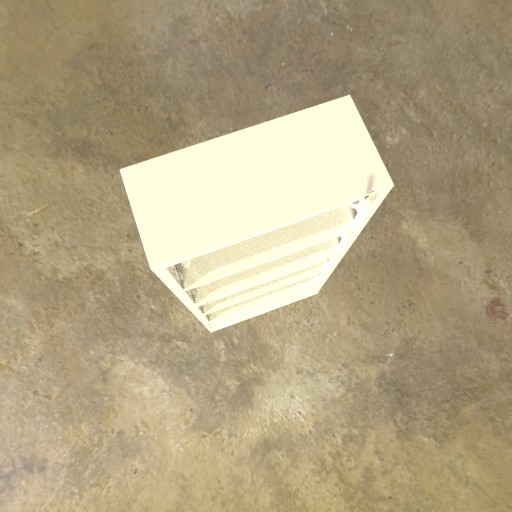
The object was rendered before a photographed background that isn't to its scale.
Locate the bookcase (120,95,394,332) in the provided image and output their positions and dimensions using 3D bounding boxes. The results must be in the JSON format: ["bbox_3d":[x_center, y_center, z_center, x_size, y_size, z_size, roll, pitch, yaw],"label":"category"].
[{"bbox_3d":[0.000,0.000,2.195,0.761,1.869,0.361,-19,75,-5],"label":"bookcase"}]
